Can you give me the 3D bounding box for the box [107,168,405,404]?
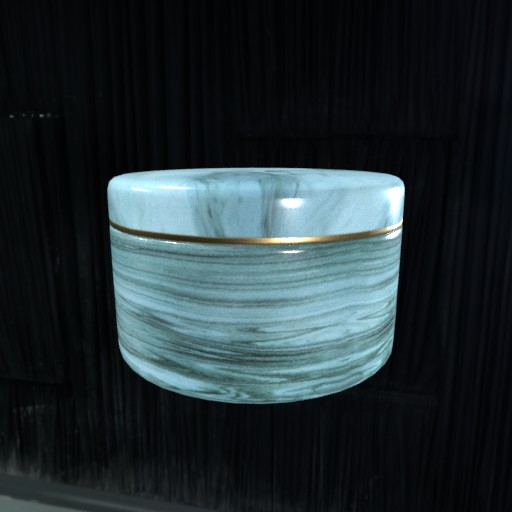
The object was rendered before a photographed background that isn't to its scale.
[{"bbox_3d":[0.000,0.000,0.164,0.101,0.063,0.101,0,13,0],"label":"box"}]
